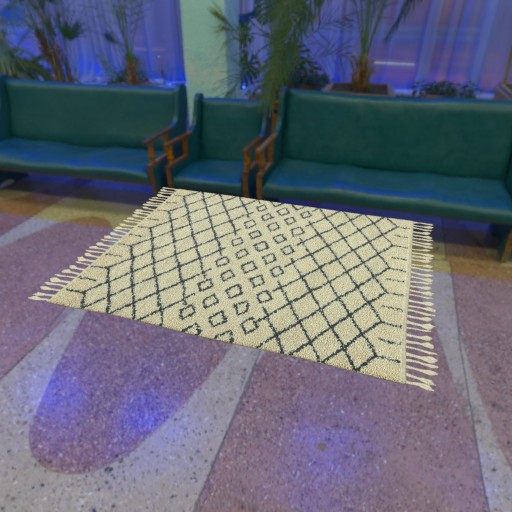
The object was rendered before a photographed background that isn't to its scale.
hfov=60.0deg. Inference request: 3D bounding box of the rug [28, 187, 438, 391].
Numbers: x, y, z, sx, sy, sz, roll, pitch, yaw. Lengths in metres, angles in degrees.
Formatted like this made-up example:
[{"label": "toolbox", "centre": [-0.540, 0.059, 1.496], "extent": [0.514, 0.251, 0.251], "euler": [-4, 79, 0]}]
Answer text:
[{"label": "rug", "centre": [0.000, 0.000, 4.193], "extent": [3.213, 0.030, 2.388], "euler": [10, 33, 15]}]
